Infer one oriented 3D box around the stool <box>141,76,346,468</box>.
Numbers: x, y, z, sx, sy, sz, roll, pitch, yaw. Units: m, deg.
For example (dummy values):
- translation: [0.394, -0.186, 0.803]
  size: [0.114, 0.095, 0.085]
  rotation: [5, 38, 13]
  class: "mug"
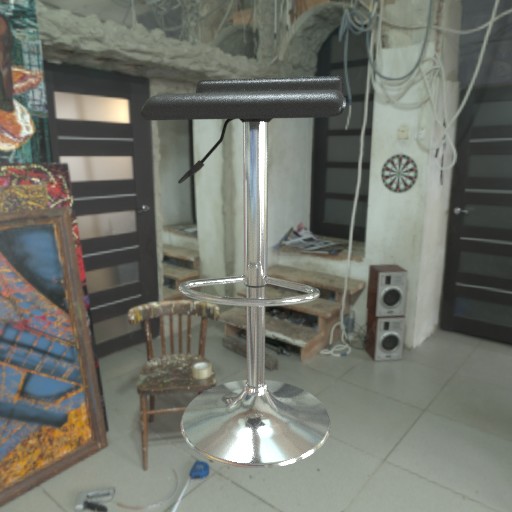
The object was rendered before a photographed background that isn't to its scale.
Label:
- translation: [0.000, 0.000, 1.045]
  size: [0.381, 0.851, 0.381]
  rotation: [2, 13, 10]
  class: "stool"
